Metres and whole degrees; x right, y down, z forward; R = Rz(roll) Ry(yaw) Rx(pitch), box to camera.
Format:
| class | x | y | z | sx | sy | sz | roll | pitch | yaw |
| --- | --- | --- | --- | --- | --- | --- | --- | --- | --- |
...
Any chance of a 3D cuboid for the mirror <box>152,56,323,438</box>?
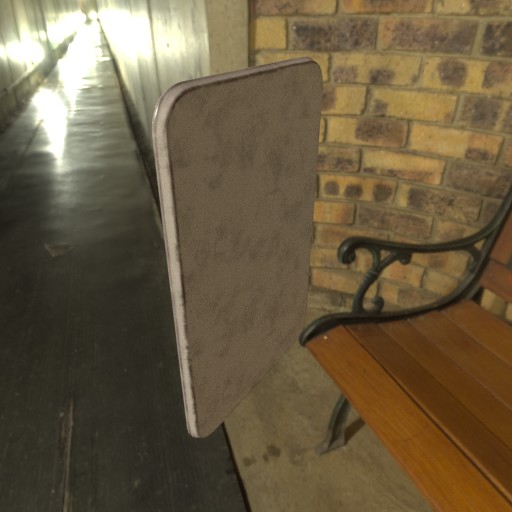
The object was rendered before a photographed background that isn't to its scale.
| class | x | y | z | sx | sy | sz | roll | pitch | yaw |
| --- | --- | --- | --- | --- | --- | --- | --- | --- | --- |
| mirror | 0.000 | 0.000 | 0.901 | 0.024 | 0.713 | 0.461 | 19 | 36 | 29 |
